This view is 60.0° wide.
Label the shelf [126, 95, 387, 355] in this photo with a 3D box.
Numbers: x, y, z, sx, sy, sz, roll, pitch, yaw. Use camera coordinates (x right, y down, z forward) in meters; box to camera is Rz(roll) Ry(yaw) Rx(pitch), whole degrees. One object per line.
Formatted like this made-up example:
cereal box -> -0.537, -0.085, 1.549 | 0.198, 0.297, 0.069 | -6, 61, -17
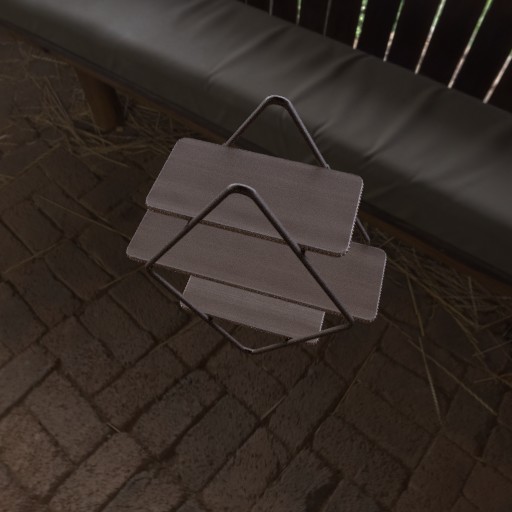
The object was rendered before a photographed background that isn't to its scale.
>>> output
shelf -> 0.000, 0.000, 1.078 | 0.609, 0.774, 0.234 | 14, 60, 9
